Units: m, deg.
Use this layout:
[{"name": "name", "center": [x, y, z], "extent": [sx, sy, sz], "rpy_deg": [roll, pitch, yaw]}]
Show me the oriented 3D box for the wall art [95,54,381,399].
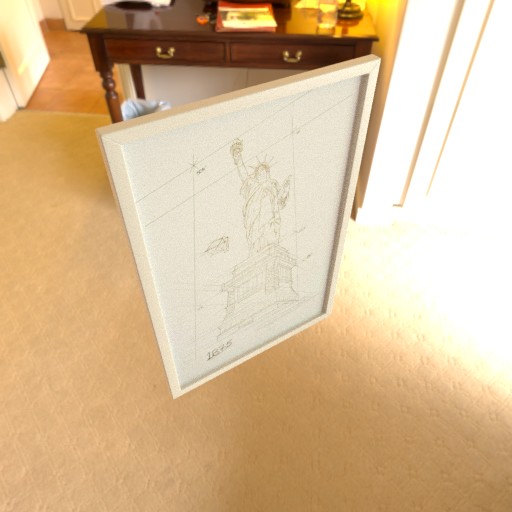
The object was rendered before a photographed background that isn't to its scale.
[{"name": "wall art", "center": [0.000, 0.000, 1.526], "extent": [0.808, 1.183, 0.038], "rpy_deg": [-24, 50, -22]}]
